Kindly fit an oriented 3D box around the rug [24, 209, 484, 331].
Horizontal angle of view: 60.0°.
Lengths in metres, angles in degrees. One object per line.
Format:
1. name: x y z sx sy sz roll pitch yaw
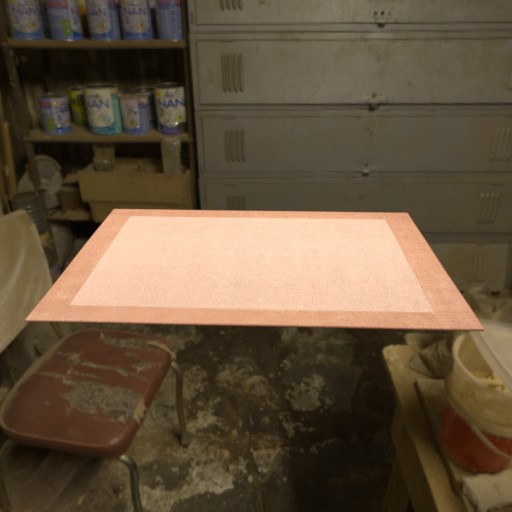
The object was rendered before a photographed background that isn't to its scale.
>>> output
1. rug: 0.000 0.000 3.008 2.438 0.014 1.524 1 29 2
